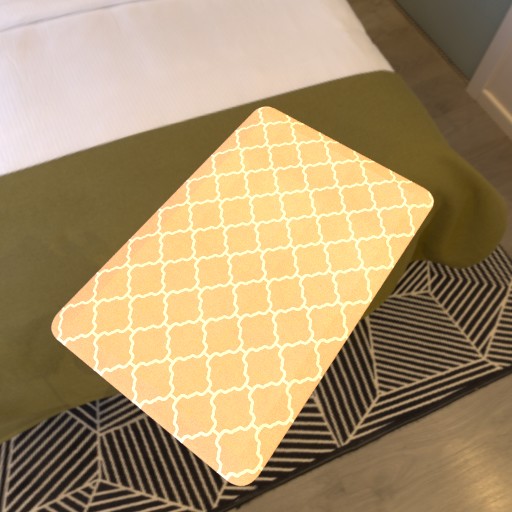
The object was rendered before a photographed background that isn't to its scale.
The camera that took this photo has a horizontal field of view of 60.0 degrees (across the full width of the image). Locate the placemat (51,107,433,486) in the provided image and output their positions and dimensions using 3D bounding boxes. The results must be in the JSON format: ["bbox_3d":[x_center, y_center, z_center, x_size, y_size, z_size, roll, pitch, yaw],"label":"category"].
[{"bbox_3d":[0.000,0.000,0.961,0.508,0.021,0.762,33,68,15],"label":"placemat"}]
